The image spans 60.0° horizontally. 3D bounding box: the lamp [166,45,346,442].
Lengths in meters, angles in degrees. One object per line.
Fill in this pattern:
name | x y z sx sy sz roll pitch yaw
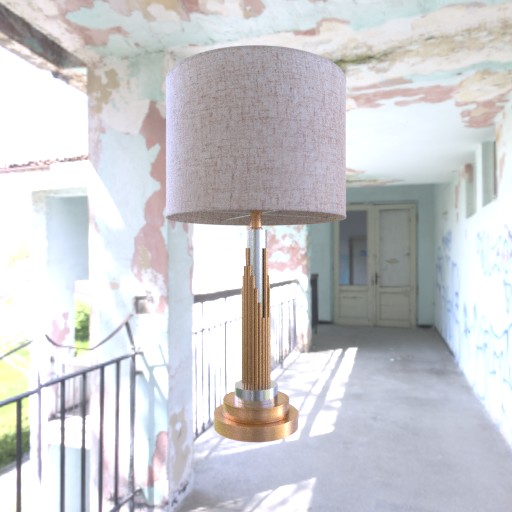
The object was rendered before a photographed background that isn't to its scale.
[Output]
lamp | 0.000 0.000 0.802 0.321 0.610 0.321 0 0 19
